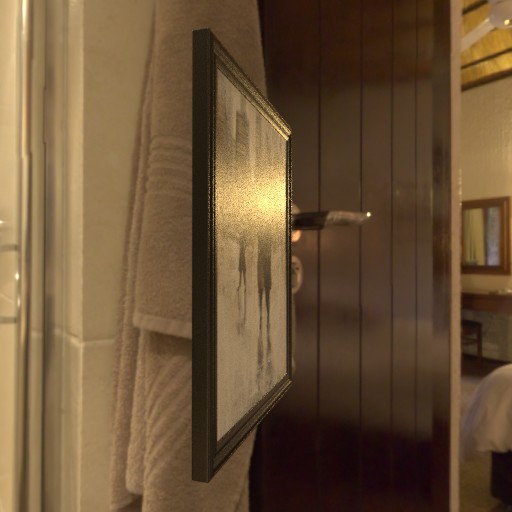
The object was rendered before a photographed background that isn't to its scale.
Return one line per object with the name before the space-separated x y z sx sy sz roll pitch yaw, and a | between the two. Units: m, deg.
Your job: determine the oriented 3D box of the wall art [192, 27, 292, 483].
wall art | 0.000 0.000 1.617 0.053 1.194 0.950 0 -1 18
